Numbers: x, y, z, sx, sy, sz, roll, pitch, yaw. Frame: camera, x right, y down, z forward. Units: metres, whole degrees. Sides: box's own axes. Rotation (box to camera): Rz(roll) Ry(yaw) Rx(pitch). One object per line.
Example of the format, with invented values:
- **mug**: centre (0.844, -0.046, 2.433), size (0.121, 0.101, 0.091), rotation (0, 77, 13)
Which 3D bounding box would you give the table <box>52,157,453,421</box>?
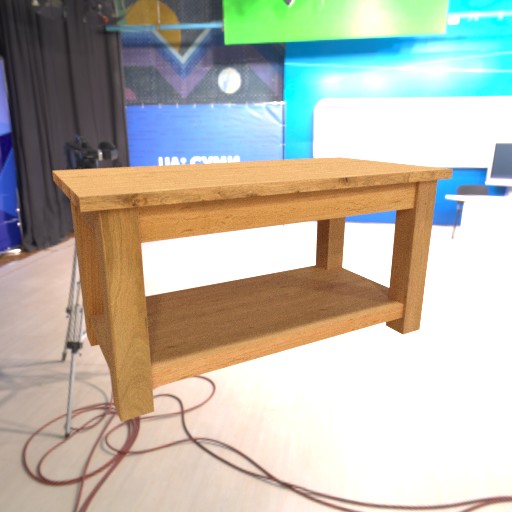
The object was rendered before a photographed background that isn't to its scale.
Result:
- **table**: centre (0.000, 0.000, 1.177), size (0.899, 0.452, 0.450), rotation (-9, 19, -27)
